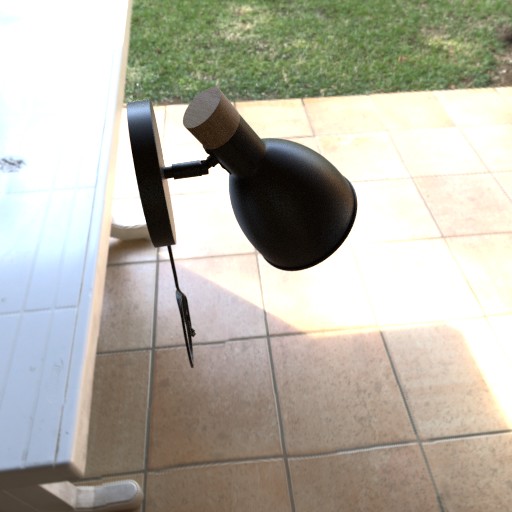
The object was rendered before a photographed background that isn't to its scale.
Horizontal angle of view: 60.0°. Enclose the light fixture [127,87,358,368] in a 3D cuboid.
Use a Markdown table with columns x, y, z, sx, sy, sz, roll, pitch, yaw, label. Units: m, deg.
| x | y | z | sx | sy | sz | roll | pitch | yaw | label |
| --- | --- | --- | --- | --- | --- | --- | --- | --- | --- |
| 0.000 | 0.000 | 0.499 | 0.203 | 0.401 | 0.127 | -9 | 49 | -8 | light fixture |
